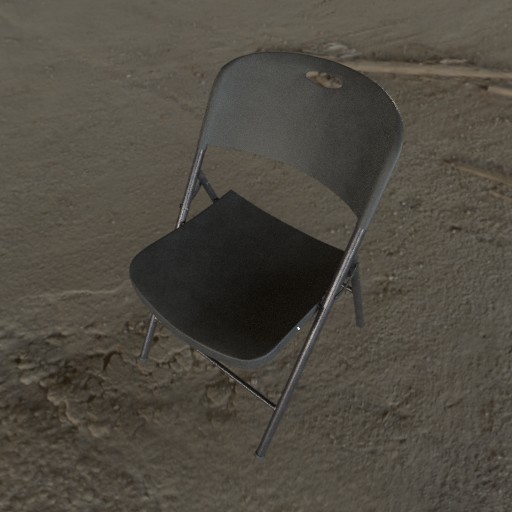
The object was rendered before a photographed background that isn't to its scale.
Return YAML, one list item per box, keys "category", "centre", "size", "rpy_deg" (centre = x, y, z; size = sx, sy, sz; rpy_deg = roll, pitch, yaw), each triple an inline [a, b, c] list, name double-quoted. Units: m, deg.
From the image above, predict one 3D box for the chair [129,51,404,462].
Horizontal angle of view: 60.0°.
- category: "chair"
  centre: [0.000, 0.000, 1.129]
  size: [0.494, 0.810, 0.567]
  rpy_deg: [31, 54, 25]
